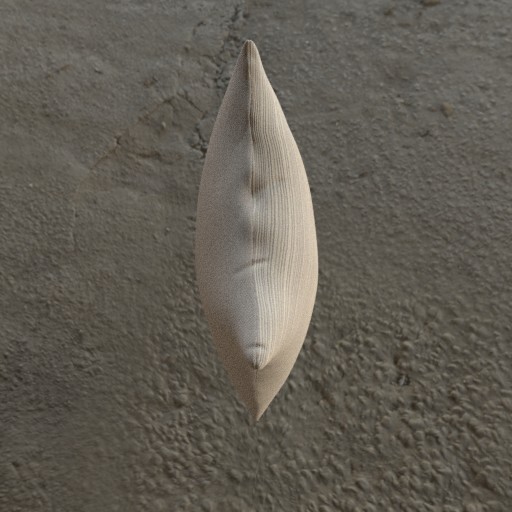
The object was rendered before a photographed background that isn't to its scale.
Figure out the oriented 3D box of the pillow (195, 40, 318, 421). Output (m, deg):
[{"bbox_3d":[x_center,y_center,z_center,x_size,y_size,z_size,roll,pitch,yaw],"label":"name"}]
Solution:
[{"bbox_3d":[0.000,0.000,0.794,0.204,0.497,0.512,-1,64,0],"label":"pillow"}]
